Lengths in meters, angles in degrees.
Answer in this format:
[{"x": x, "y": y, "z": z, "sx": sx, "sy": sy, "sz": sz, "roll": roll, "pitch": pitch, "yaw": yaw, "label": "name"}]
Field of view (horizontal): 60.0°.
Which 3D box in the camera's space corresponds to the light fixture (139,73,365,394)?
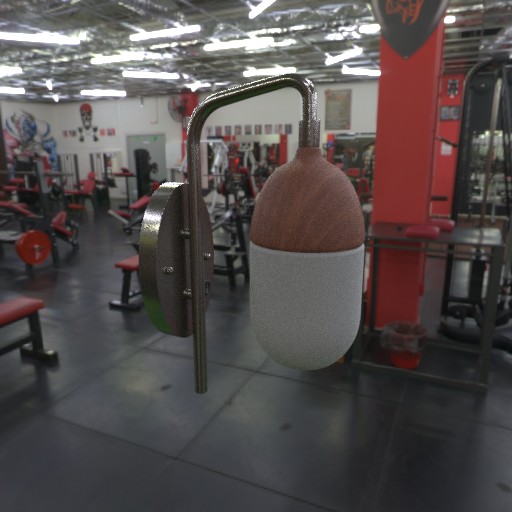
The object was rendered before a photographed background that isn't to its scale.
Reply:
[{"x": 0.000, "y": 0.000, "z": 0.450, "sx": 0.216, "sy": 0.343, "sz": 0.108, "roll": 7, "pitch": 15, "yaw": 26, "label": "light fixture"}]
